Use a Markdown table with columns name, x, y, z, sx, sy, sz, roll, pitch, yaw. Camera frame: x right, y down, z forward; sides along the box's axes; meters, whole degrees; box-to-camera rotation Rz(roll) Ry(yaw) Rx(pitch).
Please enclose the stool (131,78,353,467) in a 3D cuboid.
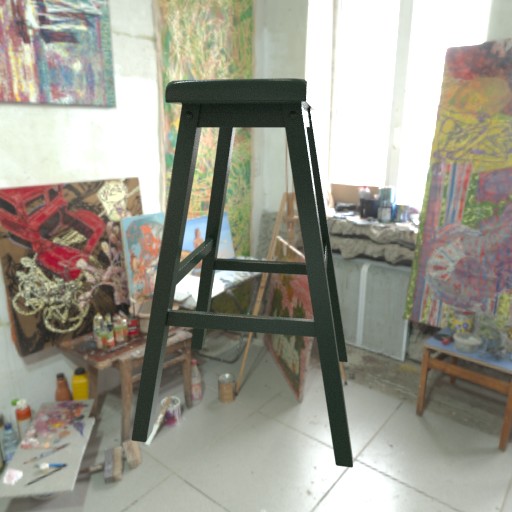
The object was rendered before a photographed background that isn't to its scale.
| name | x | y | z | sx | sy | sz | roll | pitch | yaw |
| --- | --- | --- | --- | --- | --- | --- | --- | --- | --- |
| stool | 0.000 | 0.000 | 1.046 | 0.476 | 0.737 | 0.457 | 3 | 16 | 9 |
